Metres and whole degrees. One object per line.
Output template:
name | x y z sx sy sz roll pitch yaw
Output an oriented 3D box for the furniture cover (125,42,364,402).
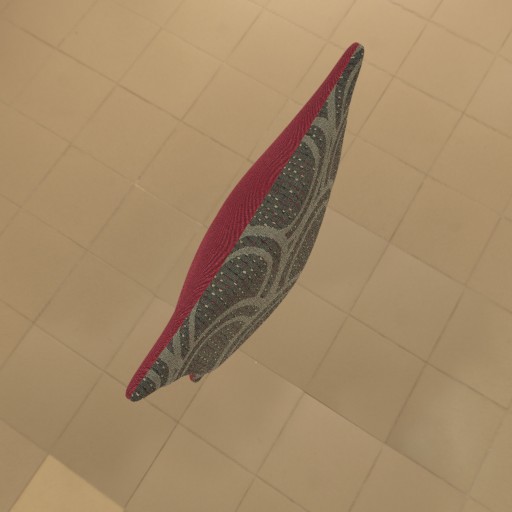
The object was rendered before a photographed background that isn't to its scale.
furniture cover | 0.000 0.000 0.764 0.163 0.513 0.514 31 78 7
